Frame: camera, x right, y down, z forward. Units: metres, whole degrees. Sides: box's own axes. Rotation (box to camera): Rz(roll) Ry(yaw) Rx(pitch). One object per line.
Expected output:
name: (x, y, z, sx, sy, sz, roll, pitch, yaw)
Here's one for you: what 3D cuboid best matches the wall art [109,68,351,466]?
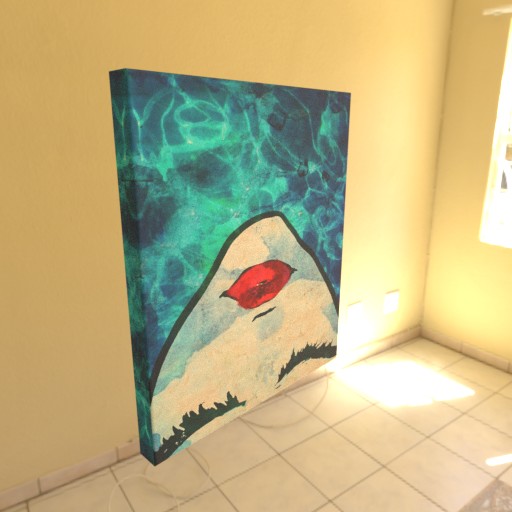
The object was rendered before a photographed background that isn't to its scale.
wall art: (0.000, 0.000, 0.700, 0.038, 0.508, 0.432, 15, 21, 43)
